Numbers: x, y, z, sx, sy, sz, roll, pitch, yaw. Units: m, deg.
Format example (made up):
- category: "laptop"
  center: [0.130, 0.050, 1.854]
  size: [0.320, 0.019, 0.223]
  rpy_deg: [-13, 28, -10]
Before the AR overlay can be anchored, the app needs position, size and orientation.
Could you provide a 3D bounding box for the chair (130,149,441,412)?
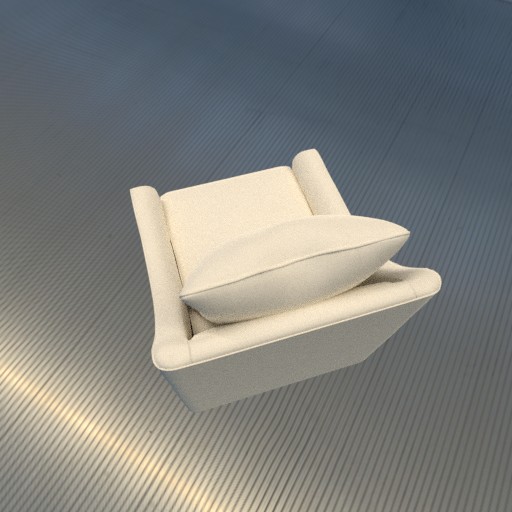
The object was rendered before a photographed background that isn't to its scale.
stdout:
- category: "chair"
  center: [0.000, 0.000, 1.565]
  size: [0.756, 0.965, 0.876]
  rpy_deg: [-15, 59, -9]
